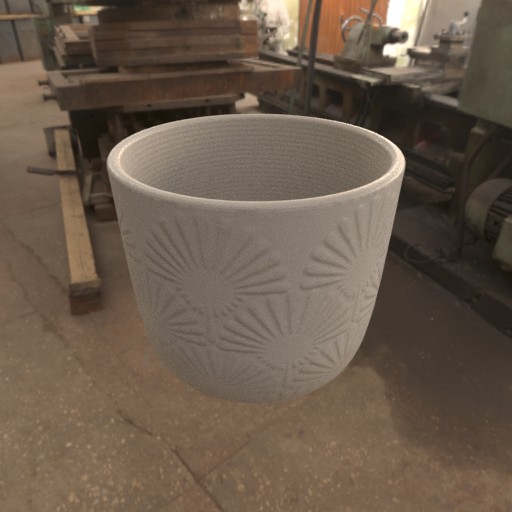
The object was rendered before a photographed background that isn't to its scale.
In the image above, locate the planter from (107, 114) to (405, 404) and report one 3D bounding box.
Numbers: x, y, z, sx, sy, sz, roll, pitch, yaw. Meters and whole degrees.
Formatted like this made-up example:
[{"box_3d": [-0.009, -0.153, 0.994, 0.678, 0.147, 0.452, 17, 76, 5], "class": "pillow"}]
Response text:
[{"box_3d": [0.000, 0.000, 0.218, 0.124, 0.109, 0.124, 0, 31, 0], "class": "planter"}]
